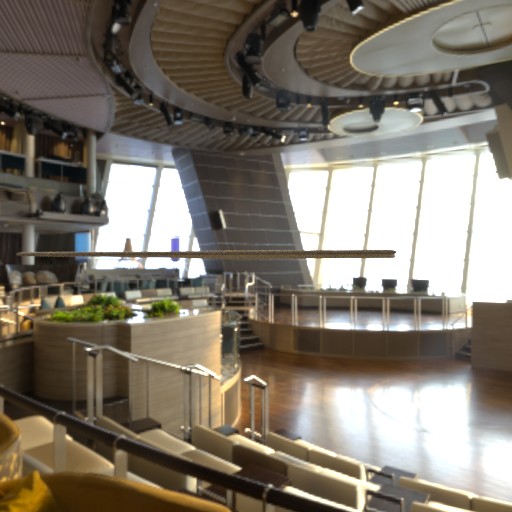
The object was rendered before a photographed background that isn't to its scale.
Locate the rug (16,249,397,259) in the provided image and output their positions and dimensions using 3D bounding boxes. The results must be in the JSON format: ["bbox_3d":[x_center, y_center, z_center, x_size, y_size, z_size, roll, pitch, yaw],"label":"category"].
[{"bbox_3d":[0.000,0.000,4.081,2.462,0.030,3.066,0,-1,17],"label":"rug"}]
